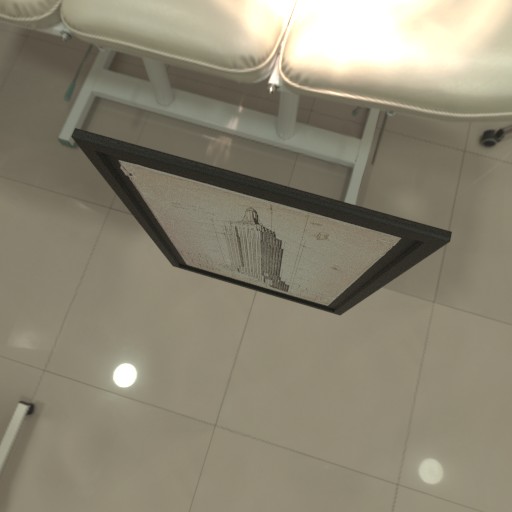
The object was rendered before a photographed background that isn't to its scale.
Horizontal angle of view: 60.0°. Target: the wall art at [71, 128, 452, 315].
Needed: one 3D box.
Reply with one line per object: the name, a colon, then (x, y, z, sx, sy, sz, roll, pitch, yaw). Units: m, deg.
wall art: (0.000, 0.000, 0.827, 0.451, 0.661, 0.012, 16, 76, 4)
